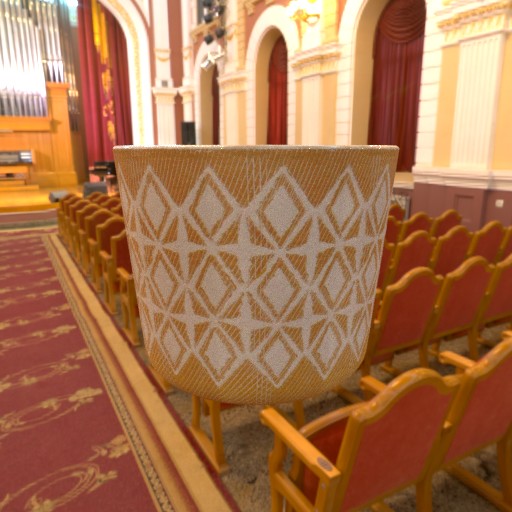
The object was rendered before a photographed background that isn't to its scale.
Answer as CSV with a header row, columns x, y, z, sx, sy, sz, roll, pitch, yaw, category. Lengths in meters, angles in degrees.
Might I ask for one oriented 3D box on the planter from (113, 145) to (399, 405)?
x,y,z,sx,sy,sz,roll,pitch,yaw,category
0.000,0.000,0.217,0.126,0.104,0.126,0,14,0,planter
